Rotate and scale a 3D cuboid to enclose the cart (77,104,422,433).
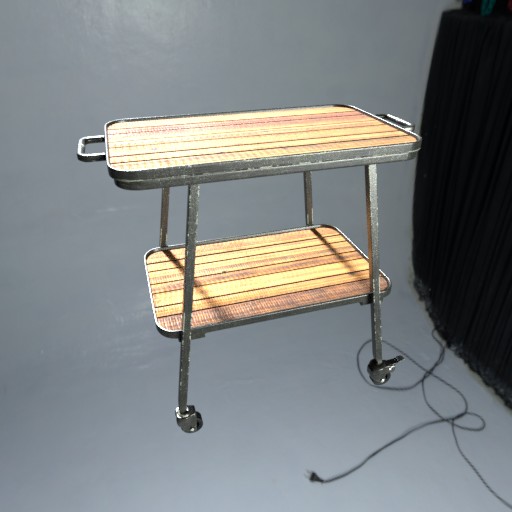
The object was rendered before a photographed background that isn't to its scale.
[{"bbox_3d":[0.000,0.000,1.235,0.806,0.700,0.515,-9,32,-15],"label":"cart"}]
